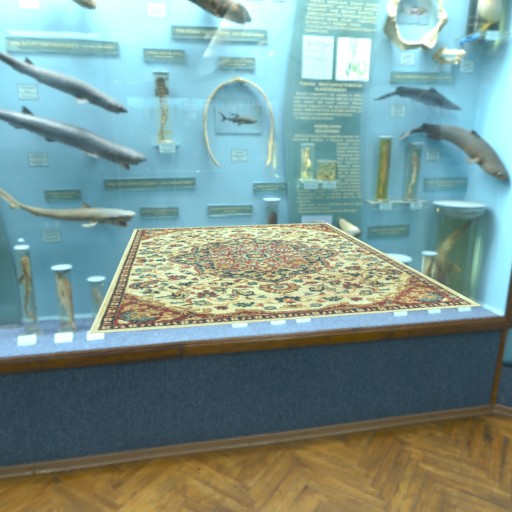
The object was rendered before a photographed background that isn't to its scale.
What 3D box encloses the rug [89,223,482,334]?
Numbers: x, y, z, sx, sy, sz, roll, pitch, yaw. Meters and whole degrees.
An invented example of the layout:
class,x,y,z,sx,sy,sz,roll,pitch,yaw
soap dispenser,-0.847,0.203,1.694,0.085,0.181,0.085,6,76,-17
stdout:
class,x,y,z,sx,sy,sz,roll,pitch,yaw
rug,0.000,0.000,4.147,2.454,0.005,3.067,-3,15,-10
